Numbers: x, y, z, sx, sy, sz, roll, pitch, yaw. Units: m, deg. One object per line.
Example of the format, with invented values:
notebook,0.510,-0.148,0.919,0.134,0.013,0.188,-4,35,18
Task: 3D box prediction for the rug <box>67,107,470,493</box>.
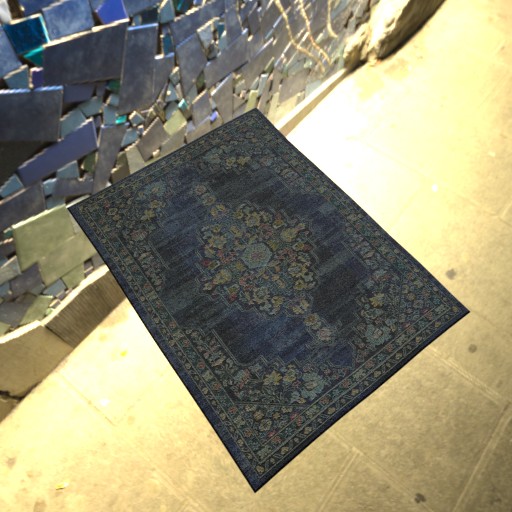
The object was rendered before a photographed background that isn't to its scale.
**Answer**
rug,0.000,0.000,4.766,2.716,0.035,3.612,-33,66,-17
